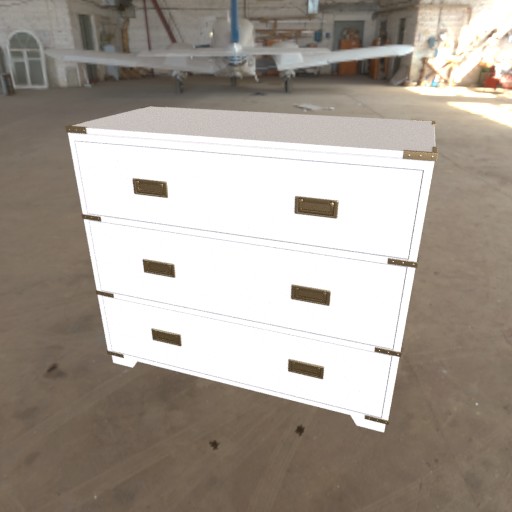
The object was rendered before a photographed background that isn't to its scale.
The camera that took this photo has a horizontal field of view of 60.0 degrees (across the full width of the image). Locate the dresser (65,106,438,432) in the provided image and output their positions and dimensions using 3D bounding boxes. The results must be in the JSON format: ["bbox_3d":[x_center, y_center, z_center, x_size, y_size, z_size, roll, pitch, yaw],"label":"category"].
[{"bbox_3d":[0.000,0.000,1.532,1.022,0.891,0.460,9,28,17],"label":"dresser"}]
